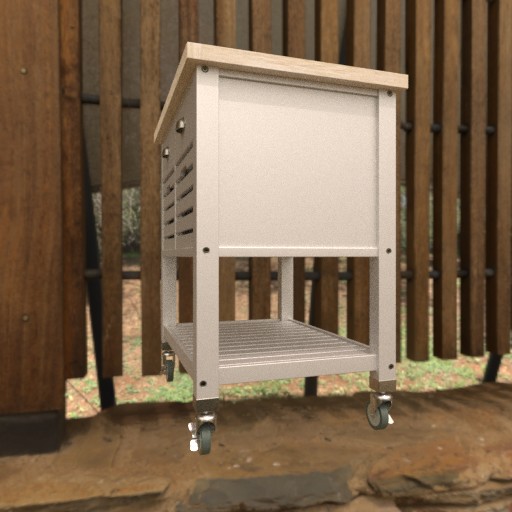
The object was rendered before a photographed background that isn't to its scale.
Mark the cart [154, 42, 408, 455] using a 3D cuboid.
[{"bbox_3d":[0.000,0.000,1.393,0.559,0.914,0.762,0,0,-18],"label":"cart"}]
